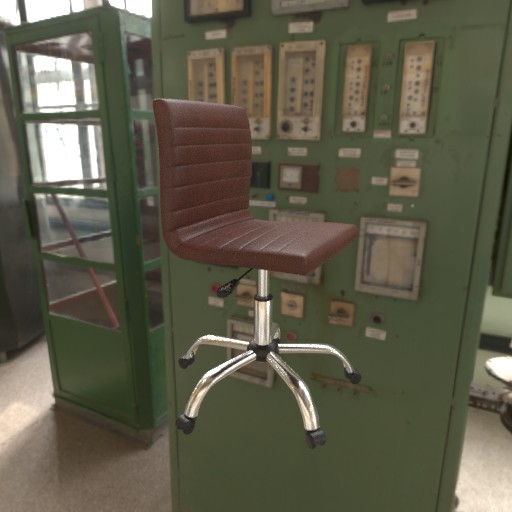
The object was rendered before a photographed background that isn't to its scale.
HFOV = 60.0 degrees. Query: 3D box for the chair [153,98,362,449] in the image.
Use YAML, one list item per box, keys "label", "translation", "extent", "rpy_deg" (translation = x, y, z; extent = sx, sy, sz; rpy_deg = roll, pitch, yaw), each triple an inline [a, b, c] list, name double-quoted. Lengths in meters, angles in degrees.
- label: "chair"
  translation: [0.000, 0.000, 1.173]
  extent: [0.530, 0.780, 0.556]
  rpy_deg: [8, 17, 27]
